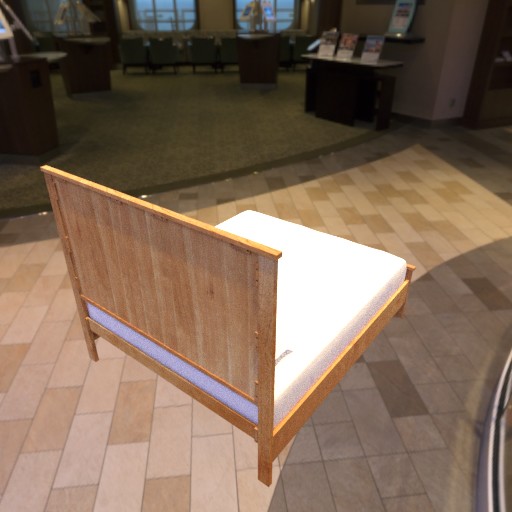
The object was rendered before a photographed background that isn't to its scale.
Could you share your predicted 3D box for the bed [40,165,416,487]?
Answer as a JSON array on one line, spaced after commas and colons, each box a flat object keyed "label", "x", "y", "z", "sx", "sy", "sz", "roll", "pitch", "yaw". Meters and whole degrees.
[{"label": "bed", "x": 0.000, "y": 0.000, "z": 4.156, "sx": 2.225, "sy": 1.938, "sz": 2.530, "roll": 21, "pitch": 36, "yaw": 32}]
